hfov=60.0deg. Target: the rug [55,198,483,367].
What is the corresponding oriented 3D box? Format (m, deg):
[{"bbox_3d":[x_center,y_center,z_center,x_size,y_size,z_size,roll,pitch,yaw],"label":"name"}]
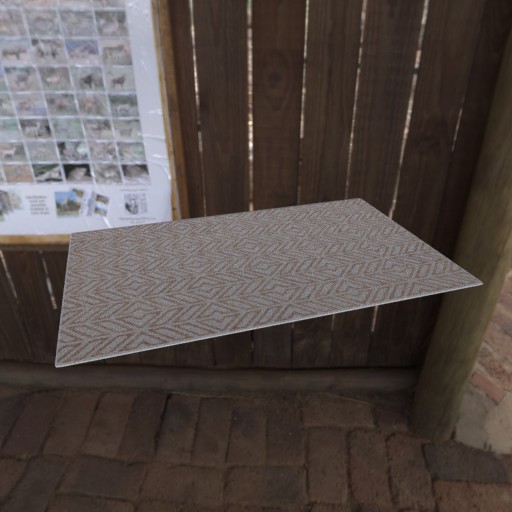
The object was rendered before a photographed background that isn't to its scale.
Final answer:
[{"bbox_3d":[0.000,0.000,3.017,2.438,0.008,1.523,-9,30,-15],"label":"rug"}]
